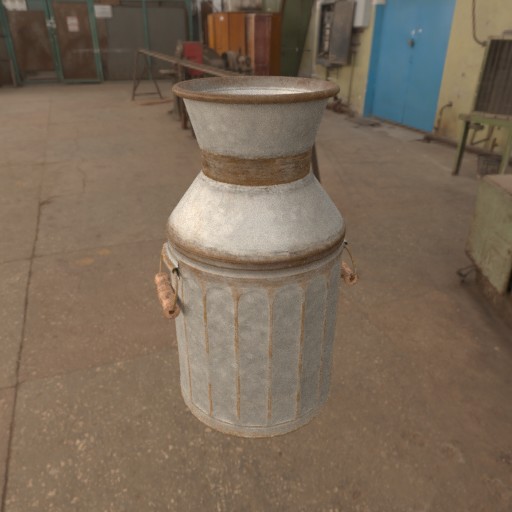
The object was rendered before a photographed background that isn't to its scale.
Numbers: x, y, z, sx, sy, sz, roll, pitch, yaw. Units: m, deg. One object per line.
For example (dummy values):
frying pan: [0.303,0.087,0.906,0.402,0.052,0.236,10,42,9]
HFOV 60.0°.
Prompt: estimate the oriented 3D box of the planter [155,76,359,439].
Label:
planter: [0.000,0.000,0.544,0.245,0.396,0.214,-9,29,-17]
